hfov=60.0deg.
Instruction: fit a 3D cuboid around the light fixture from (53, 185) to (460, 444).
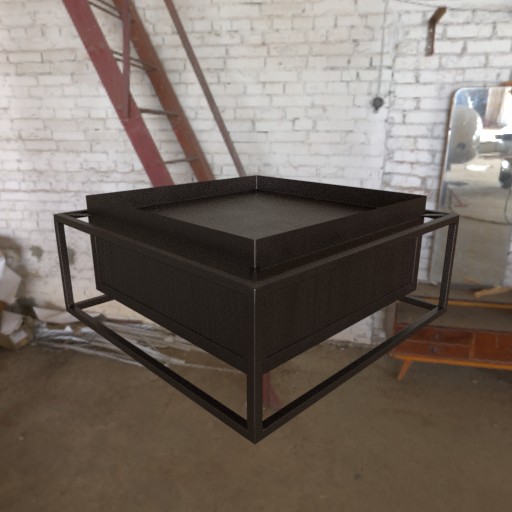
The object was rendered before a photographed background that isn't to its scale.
[{"bbox_3d":[0.000,0.000,0.698,0.441,0.191,0.441,-16,23,-42],"label":"light fixture"}]
